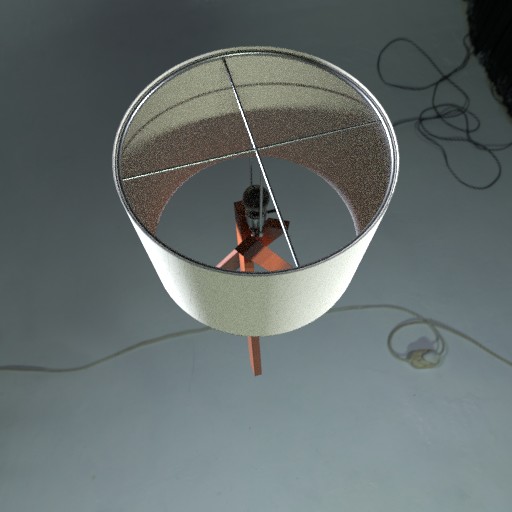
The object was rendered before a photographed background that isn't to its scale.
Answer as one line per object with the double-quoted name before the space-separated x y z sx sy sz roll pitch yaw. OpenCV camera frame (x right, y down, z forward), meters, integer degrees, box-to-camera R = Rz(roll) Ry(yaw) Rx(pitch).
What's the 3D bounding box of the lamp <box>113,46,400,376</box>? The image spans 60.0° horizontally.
"lamp" 0.000 0.000 0.901 0.380 0.686 0.380 -14 65 -7
